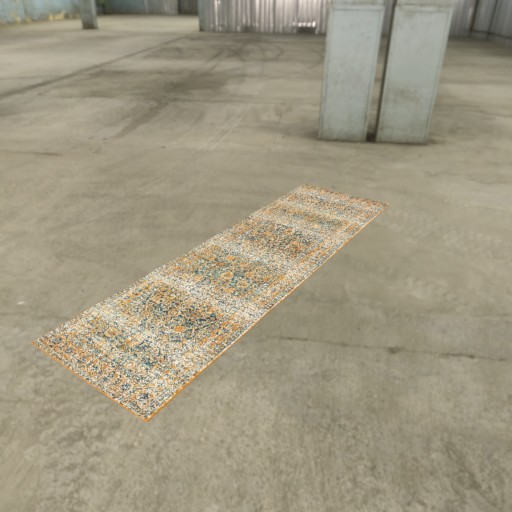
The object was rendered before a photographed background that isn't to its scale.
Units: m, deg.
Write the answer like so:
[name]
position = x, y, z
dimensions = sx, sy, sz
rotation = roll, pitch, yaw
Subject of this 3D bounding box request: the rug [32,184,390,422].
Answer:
[rug]
position = 0.000, 0.000, 2.504
dimensions = 0.704, 0.014, 2.294
rotation = 20, 35, 30
